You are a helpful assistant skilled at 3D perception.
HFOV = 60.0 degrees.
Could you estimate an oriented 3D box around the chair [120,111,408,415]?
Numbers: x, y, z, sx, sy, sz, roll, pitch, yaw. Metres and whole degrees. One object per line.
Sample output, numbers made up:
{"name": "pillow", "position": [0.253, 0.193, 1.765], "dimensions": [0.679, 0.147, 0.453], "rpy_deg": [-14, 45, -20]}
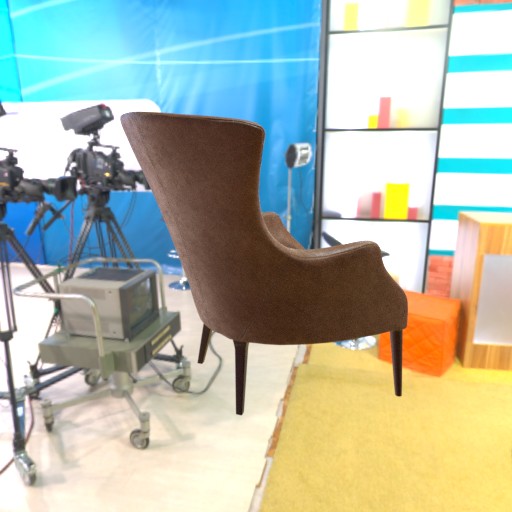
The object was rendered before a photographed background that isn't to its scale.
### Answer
{"name": "chair", "position": [0.000, 0.000, 1.768], "dimensions": [0.955, 1.067, 0.846], "rpy_deg": [-7, 16, -25]}
